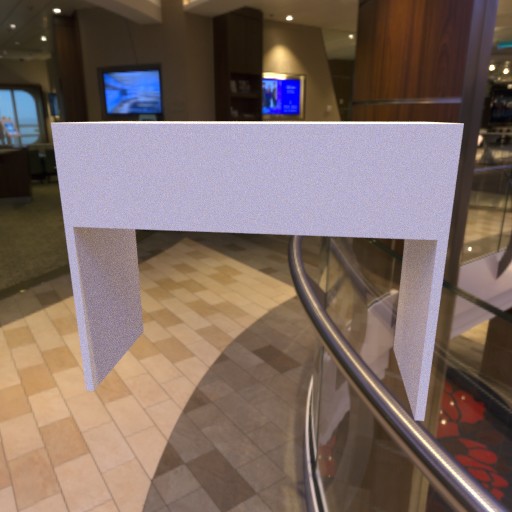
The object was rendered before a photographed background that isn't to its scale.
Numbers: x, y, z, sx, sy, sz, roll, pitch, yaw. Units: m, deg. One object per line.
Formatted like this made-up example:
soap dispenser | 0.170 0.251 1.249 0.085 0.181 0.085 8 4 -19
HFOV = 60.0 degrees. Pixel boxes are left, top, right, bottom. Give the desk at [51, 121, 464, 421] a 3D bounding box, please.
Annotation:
desk | 0.000 0.000 1.369 1.000 0.790 0.400 3 18 8
